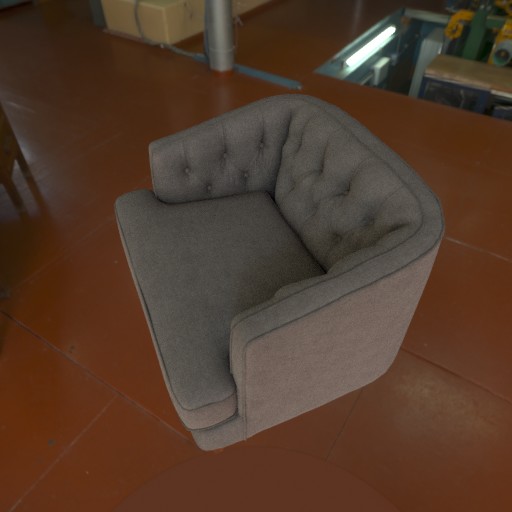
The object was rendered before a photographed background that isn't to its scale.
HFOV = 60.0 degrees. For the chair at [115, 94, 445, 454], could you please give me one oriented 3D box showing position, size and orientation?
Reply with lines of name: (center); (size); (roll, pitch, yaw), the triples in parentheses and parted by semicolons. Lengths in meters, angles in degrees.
chair: (0.000, 0.000, 1.742); (0.941, 0.852, 1.104); (-17, 47, -16)
